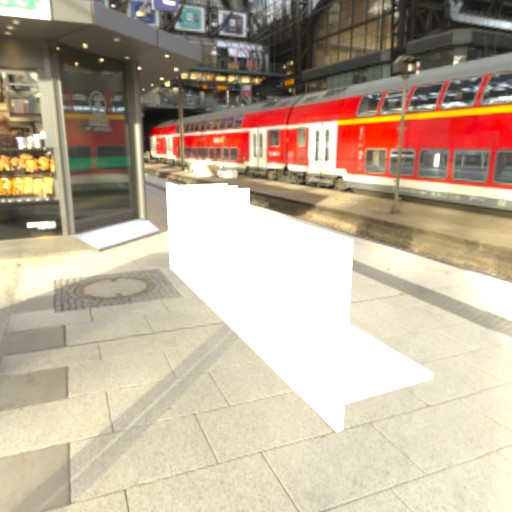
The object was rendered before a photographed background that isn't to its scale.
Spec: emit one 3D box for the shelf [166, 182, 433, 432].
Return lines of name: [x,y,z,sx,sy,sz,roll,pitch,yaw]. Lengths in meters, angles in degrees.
shelf: [0.000,0.000,1.128,0.200,0.300,1.020,-6,16,-24]
